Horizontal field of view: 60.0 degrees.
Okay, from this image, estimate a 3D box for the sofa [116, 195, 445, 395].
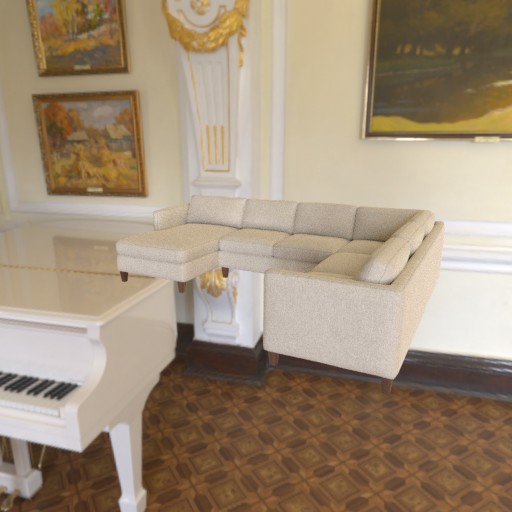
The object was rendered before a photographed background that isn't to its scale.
[{"bbox_3d":[0.000,0.000,4.405,3.238,0.853,2.551,8,17,27],"label":"sofa"}]
